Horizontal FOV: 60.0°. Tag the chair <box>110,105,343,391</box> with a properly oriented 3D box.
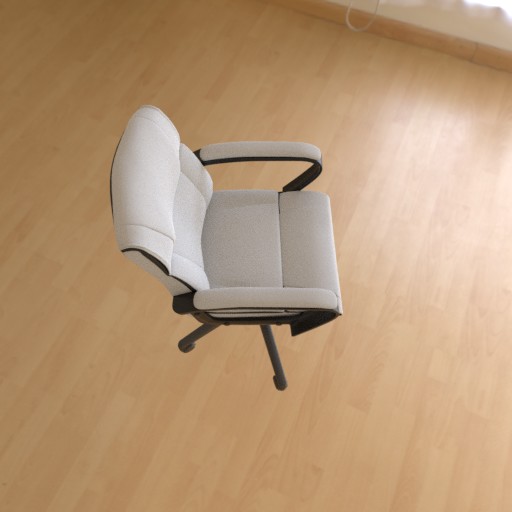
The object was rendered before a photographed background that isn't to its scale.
[{"bbox_3d":[0.000,0.000,1.523,0.717,1.004,0.739,-1,63,0],"label":"chair"}]
